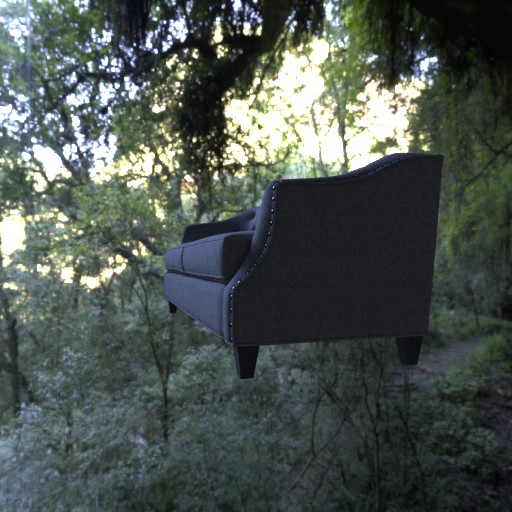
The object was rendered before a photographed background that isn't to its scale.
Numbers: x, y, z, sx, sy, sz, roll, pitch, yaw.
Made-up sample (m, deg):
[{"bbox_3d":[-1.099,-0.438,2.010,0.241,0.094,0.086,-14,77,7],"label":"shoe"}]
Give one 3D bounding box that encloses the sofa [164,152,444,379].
[{"bbox_3d":[0.000,0.000,2.721,0.914,0.901,2.235,0,-1,-18],"label":"sofa"}]
